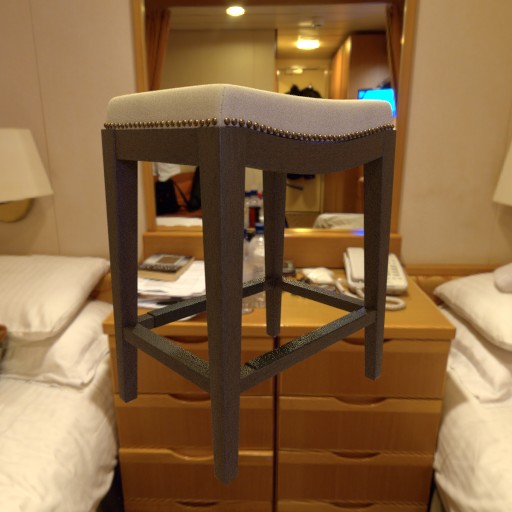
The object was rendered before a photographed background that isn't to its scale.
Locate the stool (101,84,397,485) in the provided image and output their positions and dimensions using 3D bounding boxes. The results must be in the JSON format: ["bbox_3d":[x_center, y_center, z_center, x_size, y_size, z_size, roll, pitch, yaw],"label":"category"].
[{"bbox_3d":[0.000,0.000,0.950,0.500,0.642,0.361,-14,21,-43],"label":"stool"}]
